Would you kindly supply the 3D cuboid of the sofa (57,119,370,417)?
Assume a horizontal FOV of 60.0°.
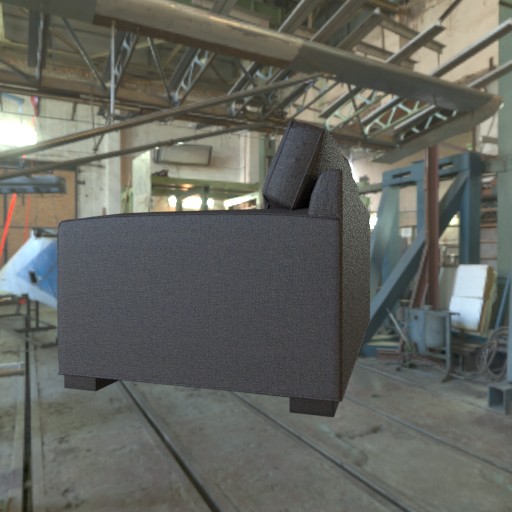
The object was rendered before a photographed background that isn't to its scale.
[{"bbox_3d":[0.000,0.000,2.094,0.974,0.887,1.534,0,1,17],"label":"sofa"}]
